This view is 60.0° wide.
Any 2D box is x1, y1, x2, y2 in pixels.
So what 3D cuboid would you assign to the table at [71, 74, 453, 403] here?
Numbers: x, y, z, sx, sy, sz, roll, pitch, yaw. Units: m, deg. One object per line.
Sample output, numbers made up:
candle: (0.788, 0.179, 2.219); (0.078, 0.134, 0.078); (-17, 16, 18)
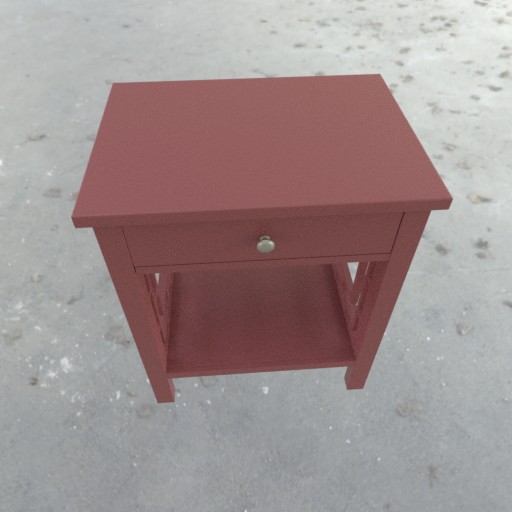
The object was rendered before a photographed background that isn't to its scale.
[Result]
table: (0.000, 0.000, 1.089); (0.599, 0.686, 0.451); (-3, 47, -3)
